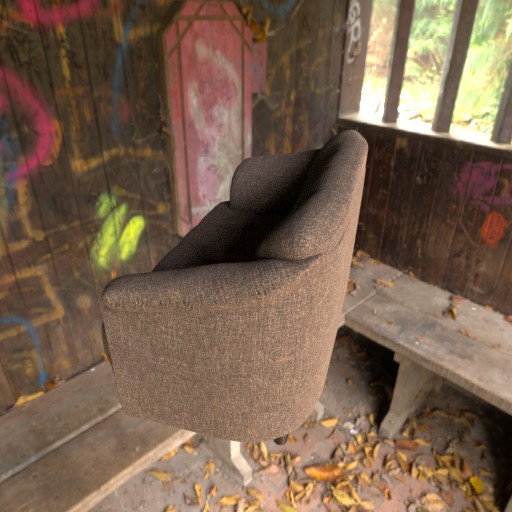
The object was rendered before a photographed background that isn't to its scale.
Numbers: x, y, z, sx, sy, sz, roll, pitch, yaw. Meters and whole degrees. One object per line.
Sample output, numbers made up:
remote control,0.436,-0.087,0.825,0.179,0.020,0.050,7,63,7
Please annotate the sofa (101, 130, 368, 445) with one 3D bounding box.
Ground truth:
sofa,0.000,0.000,1.918,0.799,0.895,1.404,9,31,15
